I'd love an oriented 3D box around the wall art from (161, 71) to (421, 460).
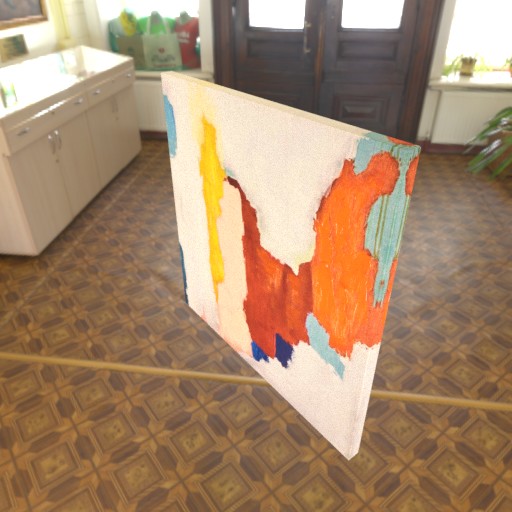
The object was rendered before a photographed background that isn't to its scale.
[{"bbox_3d":[0.000,0.000,1.188,0.037,0.814,0.814,-23,39,-31],"label":"wall art"}]
